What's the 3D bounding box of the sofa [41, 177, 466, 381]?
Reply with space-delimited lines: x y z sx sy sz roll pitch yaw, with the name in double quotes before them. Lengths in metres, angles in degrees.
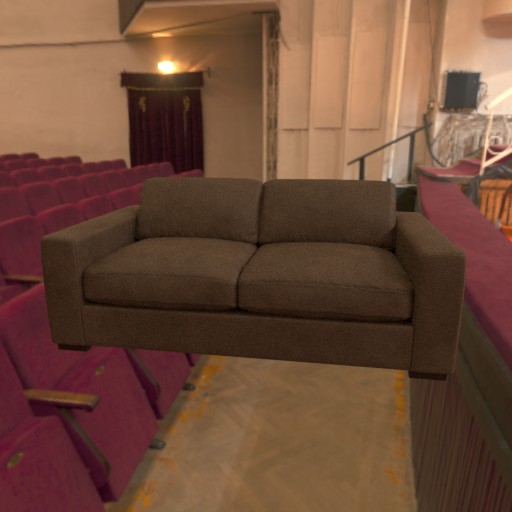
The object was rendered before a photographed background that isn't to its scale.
"sofa" 0.000 0.000 2.459 1.920 0.800 1.070 2 15 9
